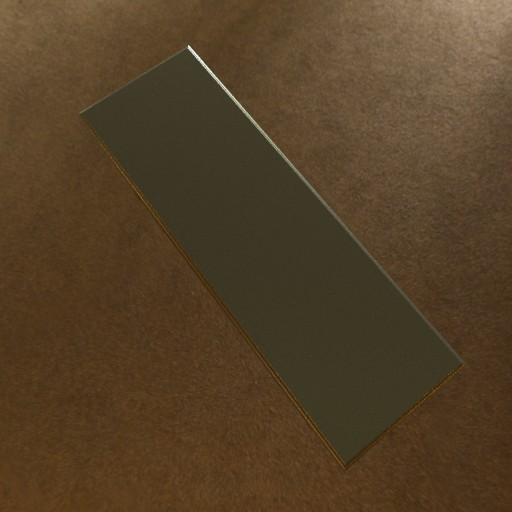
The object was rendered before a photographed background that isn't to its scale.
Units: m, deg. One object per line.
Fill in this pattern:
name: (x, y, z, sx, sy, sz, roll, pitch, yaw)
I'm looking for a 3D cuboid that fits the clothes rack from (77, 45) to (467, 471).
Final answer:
clothes rack: (0.000, 0.000, 1.472, 0.406, 0.556, 1.219, -36, 77, -10)
